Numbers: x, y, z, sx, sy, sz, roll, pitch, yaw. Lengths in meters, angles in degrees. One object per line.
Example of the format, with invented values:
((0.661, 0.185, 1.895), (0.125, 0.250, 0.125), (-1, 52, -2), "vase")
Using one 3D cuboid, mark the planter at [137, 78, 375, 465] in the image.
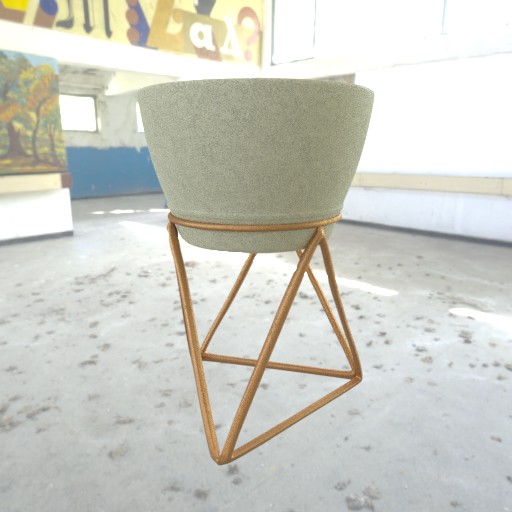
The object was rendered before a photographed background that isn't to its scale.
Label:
((0.000, 0.000, 0.733), (0.350, 0.504, 0.350), (-13, 19, -42), "planter")
